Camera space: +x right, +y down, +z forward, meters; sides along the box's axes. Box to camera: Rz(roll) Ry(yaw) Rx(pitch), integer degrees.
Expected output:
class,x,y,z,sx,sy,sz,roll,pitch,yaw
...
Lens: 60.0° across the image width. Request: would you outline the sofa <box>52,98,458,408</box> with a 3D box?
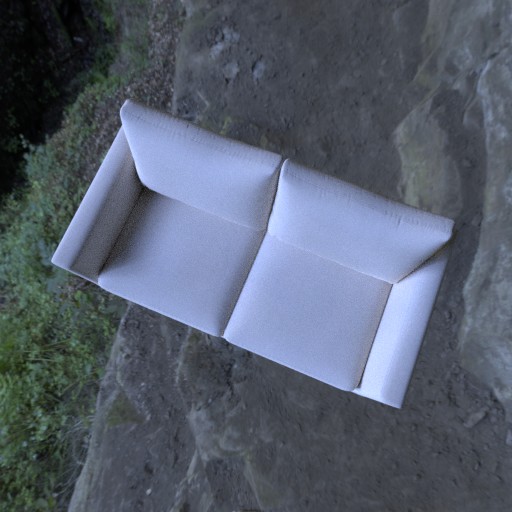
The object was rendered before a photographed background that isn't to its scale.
class,x,y,z,sx,sy,sz,roll,pitch,yaw
sofa,0.000,0.000,2.284,1.739,0.995,0.906,22,78,5
